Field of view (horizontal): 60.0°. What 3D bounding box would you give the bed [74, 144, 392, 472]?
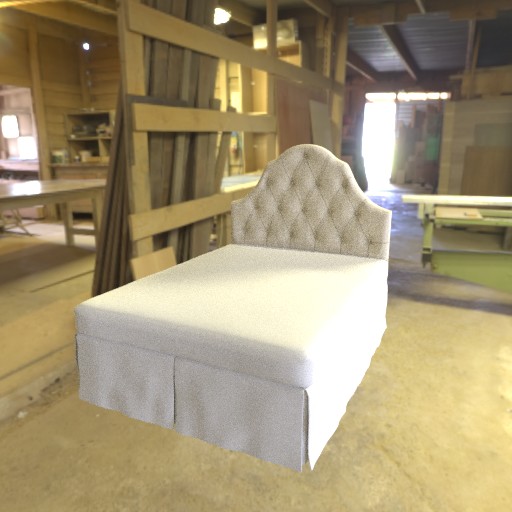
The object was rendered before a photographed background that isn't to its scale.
[{"bbox_3d":[0.000,0.000,3.206,1.627,1.575,2.092,7,15,25],"label":"bed"}]
